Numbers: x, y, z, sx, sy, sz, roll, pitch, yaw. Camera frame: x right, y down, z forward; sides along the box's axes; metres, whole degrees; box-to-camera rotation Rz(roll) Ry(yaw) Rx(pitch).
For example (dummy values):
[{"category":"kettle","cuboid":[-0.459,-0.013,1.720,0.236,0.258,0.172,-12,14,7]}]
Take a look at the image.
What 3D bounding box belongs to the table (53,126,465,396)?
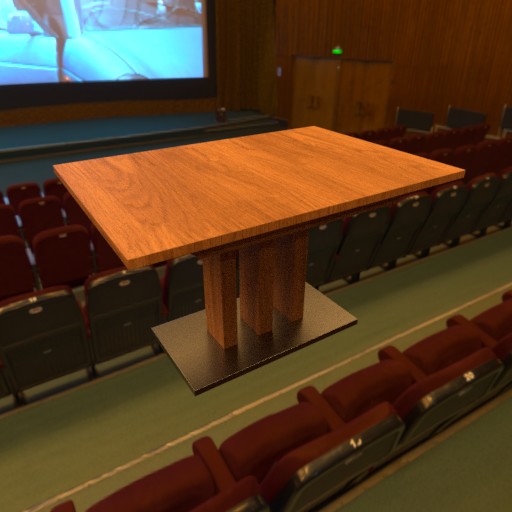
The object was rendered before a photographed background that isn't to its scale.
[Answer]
[{"category":"table","cuboid":[0.000,0.000,1.880,1.300,0.770,0.900,-17,33,-28]}]
